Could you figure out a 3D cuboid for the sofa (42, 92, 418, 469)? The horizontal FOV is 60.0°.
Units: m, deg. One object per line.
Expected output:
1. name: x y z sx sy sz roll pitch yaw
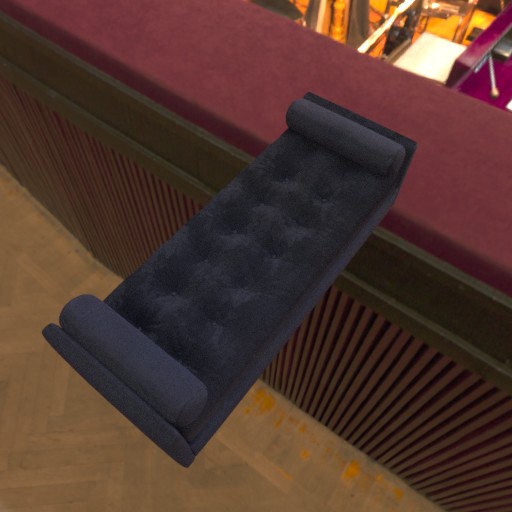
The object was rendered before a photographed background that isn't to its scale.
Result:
1. sofa: 0.000 0.000 2.480 0.796 0.705 2.102 33 63 19
